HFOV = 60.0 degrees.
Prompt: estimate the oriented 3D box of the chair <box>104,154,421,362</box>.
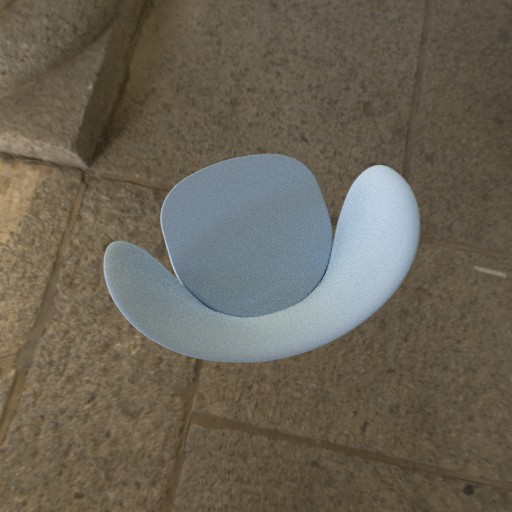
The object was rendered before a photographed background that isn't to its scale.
[{"bbox_3d":[0.000,0.000,0.864,0.451,0.554,0.402,-17,77,-4],"label":"chair"}]
